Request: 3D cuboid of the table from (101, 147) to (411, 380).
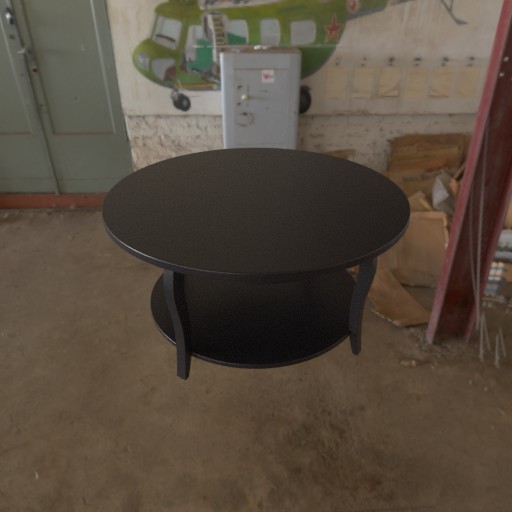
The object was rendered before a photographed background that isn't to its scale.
[{"bbox_3d":[0.000,0.000,1.482,0.914,0.457,0.914,0,31,0],"label":"table"}]
